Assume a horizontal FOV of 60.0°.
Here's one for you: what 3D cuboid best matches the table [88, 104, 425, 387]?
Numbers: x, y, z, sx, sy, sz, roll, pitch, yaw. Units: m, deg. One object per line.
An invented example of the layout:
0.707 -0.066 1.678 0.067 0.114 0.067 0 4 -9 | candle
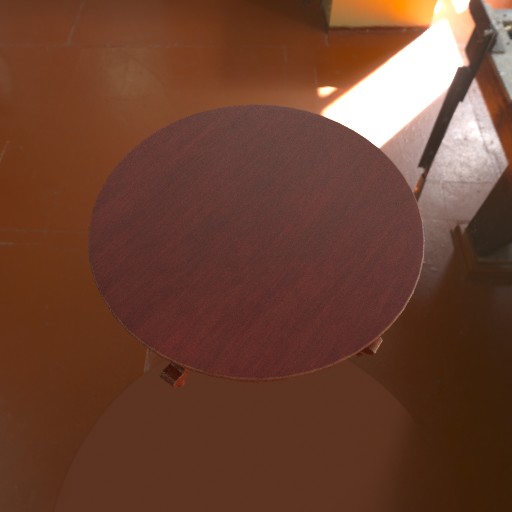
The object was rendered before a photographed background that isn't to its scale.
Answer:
0.000 0.000 1.579 1.029 0.486 1.029 0 58 0 | table
